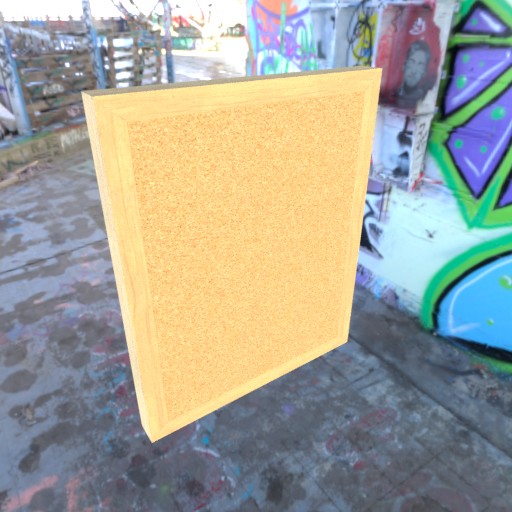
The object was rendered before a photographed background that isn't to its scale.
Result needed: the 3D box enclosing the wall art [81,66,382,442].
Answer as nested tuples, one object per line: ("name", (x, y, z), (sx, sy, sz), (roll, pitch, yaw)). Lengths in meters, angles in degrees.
("wall art", (0.000, 0.000, 0.505), (0.312, 0.380, 0.030), (-19, 34, -30))
